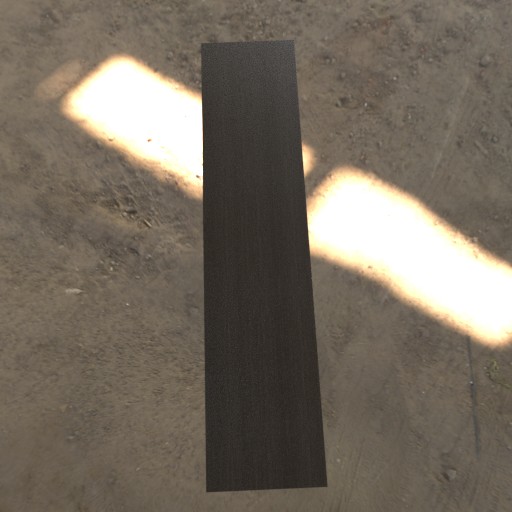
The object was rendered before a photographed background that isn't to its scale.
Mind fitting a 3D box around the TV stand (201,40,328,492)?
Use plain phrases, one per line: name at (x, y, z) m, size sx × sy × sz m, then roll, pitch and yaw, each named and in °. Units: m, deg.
TV stand at (0.000, 0.000, 2.002) m, size 0.406 × 0.610 × 1.778 m, roll -2°, pitch 75°, yaw -1°
